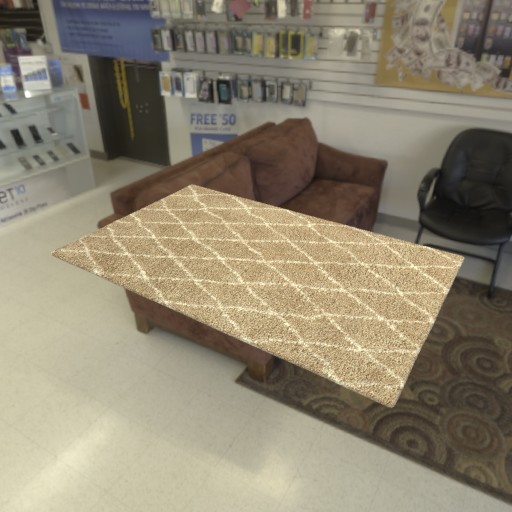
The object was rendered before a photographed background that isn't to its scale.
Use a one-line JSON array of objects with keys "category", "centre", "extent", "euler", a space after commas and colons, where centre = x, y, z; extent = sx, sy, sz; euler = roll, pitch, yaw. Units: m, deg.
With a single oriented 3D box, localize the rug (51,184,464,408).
[{"category": "rug", "centre": [0.000, 0.000, 3.069], "extent": [2.438, 0.030, 1.524], "euler": [18, 35, 28]}]
